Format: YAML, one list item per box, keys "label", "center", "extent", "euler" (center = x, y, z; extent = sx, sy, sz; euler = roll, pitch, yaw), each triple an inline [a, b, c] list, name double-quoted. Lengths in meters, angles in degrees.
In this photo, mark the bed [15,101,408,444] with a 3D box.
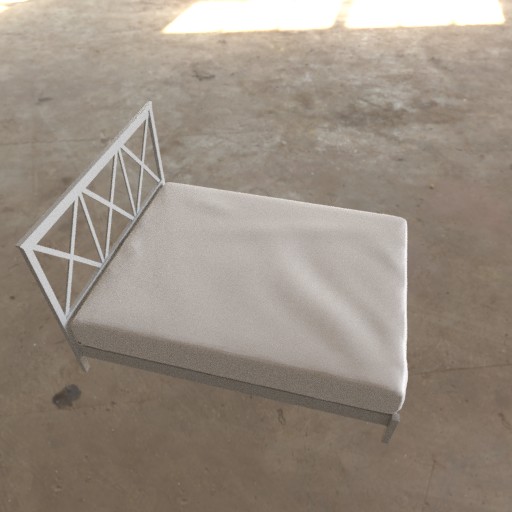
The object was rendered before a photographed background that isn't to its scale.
- label: "bed"
  center: [0.000, 0.000, 3.106]
  extent: [2.135, 1.253, 1.673]
  euler: [10, 46, 10]
